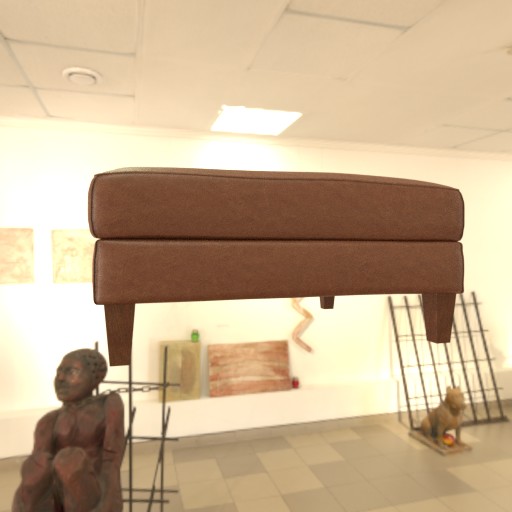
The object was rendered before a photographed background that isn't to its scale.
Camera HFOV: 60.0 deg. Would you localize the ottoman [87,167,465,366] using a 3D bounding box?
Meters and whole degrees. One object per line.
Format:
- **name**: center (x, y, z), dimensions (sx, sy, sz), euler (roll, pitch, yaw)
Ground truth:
- **ottoman**: center (0.000, 0.000, 1.467), dimensions (0.987, 0.472, 0.836), euler (0, 1, -16)
